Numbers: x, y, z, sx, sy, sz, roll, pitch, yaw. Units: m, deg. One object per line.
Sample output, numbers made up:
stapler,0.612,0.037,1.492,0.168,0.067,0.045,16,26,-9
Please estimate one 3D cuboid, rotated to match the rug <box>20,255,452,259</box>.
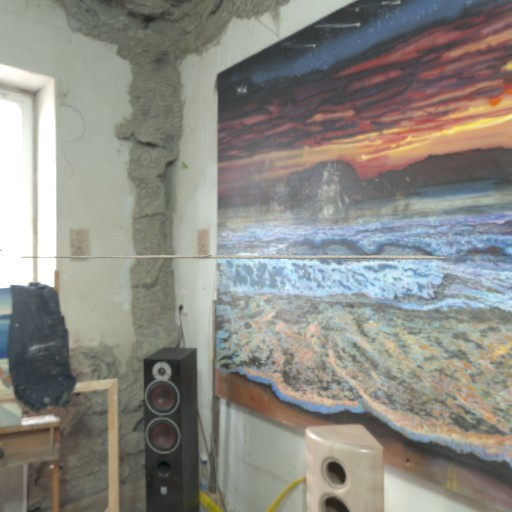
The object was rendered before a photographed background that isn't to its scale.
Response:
rug,0.000,0.000,4.095,3.061,0.022,2.468,0,0,17
